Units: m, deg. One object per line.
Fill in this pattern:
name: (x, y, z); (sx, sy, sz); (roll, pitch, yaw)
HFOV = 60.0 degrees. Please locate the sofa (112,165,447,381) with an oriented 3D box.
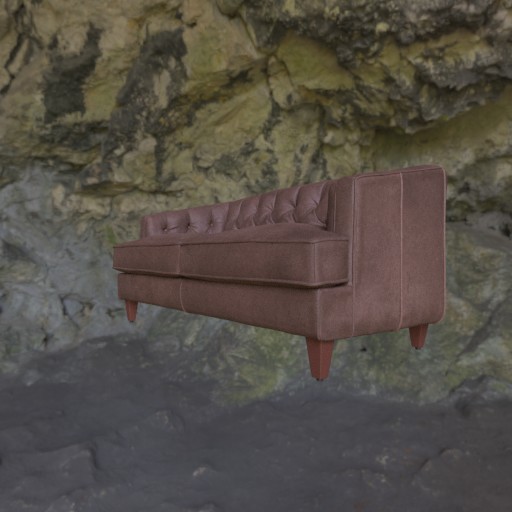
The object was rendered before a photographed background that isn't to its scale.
sofa: (0.000, 0.000, 2.254); (0.917, 0.799, 1.767); (0, 0, -37)
